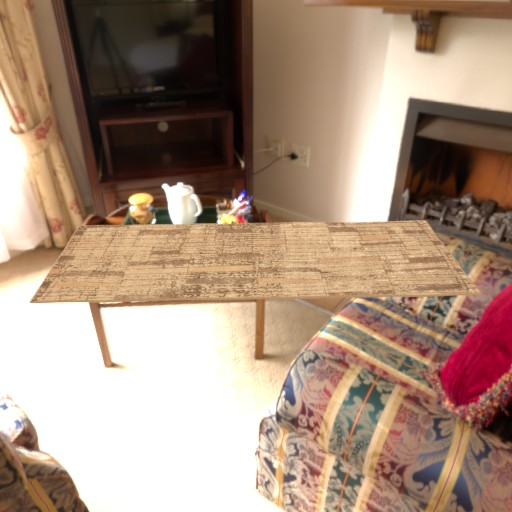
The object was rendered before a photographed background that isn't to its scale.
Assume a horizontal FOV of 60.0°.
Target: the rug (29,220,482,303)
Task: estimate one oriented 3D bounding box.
[{"bbox_3d":[0.000,0.000,2.680,2.383,0.018,0.857,-1,32,-1],"label":"rug"}]
